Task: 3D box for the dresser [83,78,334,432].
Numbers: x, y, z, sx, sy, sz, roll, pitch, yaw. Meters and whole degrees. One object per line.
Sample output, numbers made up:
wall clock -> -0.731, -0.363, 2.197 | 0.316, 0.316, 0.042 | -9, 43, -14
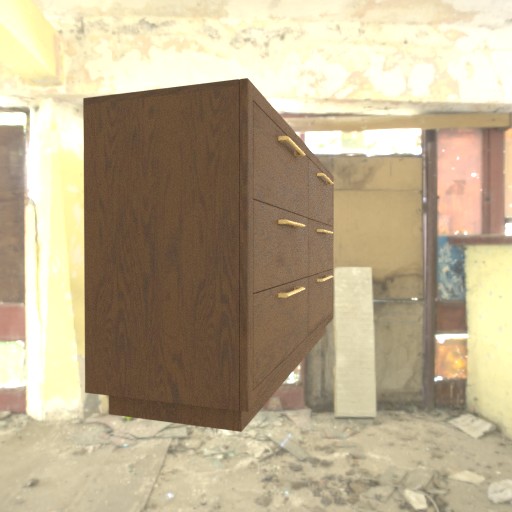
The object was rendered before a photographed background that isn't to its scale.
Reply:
dresser -> 0.000, 0.000, 1.872 | 0.512, 0.889, 1.523 | 0, 1, 18
